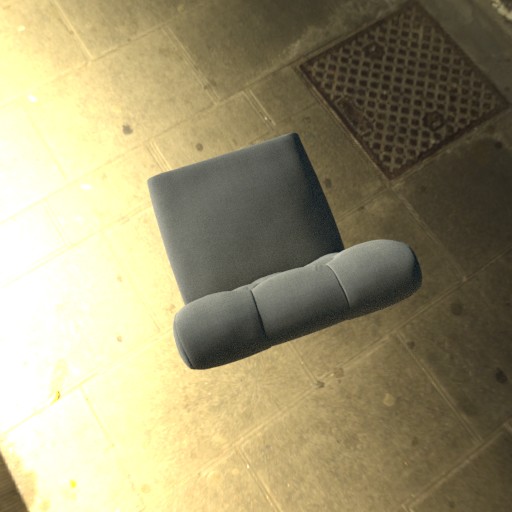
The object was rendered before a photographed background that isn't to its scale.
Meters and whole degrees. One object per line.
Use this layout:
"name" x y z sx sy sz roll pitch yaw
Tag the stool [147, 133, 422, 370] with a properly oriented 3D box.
"stool" 0.000 0.000 1.337 0.493 1.040 0.601 -19 75 -5
